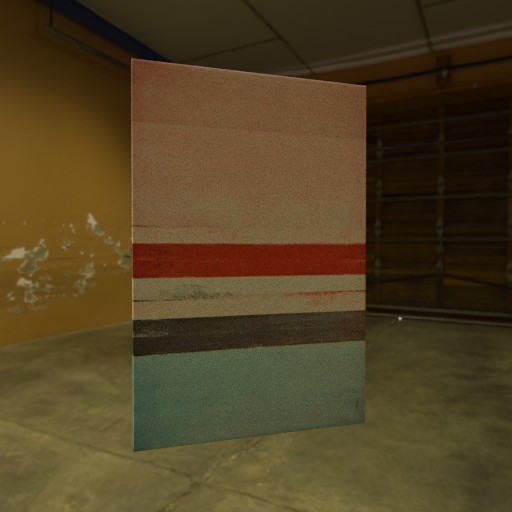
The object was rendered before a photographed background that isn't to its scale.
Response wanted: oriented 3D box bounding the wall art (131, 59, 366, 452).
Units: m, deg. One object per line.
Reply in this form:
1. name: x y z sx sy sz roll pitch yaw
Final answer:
1. wall art: 0.000 0.000 1.135 0.610 0.914 0.038 0 1 -17
